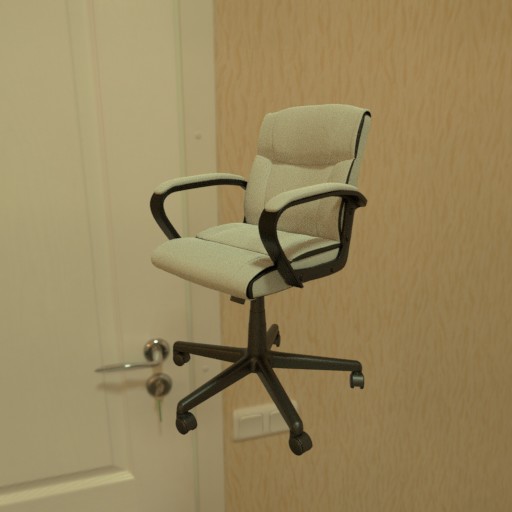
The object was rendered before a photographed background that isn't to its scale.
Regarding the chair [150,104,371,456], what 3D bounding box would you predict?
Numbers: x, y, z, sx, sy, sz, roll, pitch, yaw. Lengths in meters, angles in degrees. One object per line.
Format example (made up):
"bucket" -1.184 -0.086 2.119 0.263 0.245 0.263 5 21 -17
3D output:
"chair" 0.000 0.000 1.507 0.717 1.004 0.739 -15 21 -43
